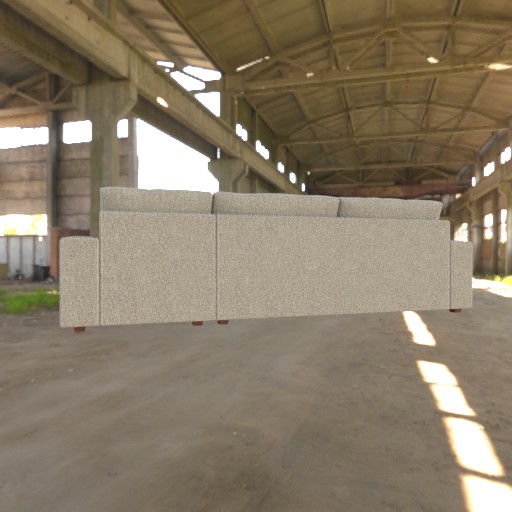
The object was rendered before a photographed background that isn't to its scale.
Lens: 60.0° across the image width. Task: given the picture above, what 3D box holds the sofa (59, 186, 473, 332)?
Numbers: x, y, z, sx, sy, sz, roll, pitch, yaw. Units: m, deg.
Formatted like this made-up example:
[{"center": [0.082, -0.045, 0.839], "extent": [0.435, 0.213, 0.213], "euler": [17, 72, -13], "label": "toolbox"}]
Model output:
[{"center": [0.000, 0.000, 3.552], "extent": [2.718, 0.813, 1.689], "euler": [0, 0, -18], "label": "sofa"}]
